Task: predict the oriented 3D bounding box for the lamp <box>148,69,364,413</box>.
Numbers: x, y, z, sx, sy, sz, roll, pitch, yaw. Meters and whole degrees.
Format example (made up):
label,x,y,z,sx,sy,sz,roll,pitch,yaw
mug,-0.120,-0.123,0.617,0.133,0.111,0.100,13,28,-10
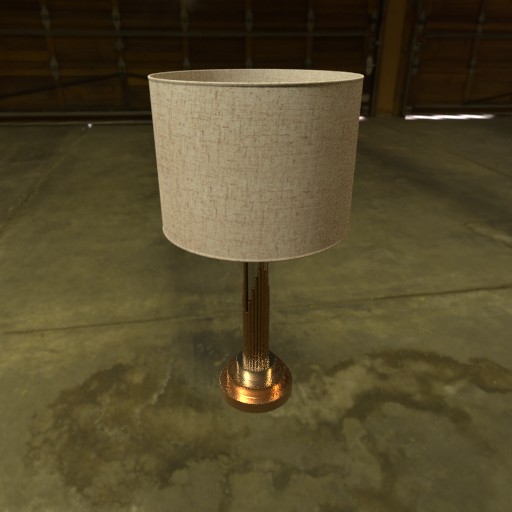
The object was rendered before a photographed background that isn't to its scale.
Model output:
label,x,y,z,sx,sy,sz,roll,pitch,yaw
lamp,0.000,0.000,0.805,0.321,0.610,0.321,17,30,32
